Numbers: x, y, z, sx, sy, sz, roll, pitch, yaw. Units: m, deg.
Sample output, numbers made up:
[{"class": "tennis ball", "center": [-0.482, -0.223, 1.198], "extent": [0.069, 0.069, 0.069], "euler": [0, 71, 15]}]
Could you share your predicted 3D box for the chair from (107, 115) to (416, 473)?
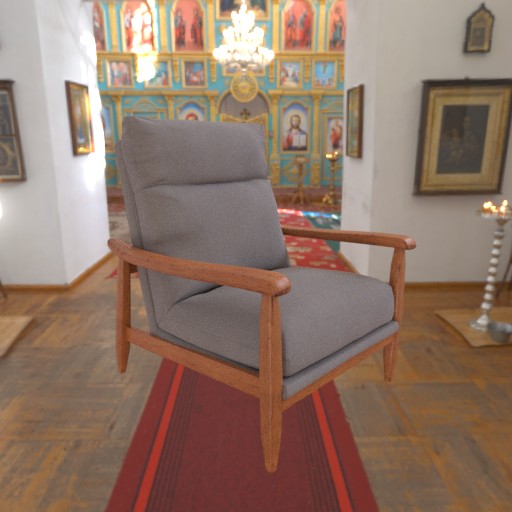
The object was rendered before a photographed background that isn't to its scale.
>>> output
[{"class": "chair", "center": [0.000, 0.000, 1.527], "extent": [0.816, 0.922, 0.782], "euler": [13, 18, 42]}]
